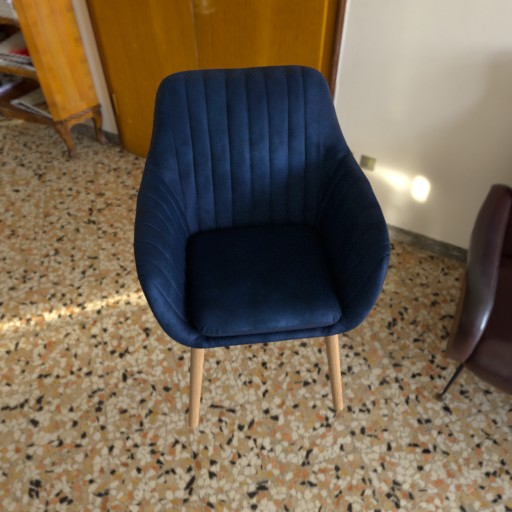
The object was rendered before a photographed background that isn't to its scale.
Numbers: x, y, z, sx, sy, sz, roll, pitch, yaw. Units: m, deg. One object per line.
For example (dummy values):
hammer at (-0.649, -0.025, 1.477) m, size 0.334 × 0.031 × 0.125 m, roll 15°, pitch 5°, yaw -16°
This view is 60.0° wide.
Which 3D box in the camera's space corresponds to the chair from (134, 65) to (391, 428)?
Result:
chair at (0.000, 0.000, 1.236) m, size 0.578 × 0.826 × 0.573 m, roll -5°, pitch 46°, yaw -5°
